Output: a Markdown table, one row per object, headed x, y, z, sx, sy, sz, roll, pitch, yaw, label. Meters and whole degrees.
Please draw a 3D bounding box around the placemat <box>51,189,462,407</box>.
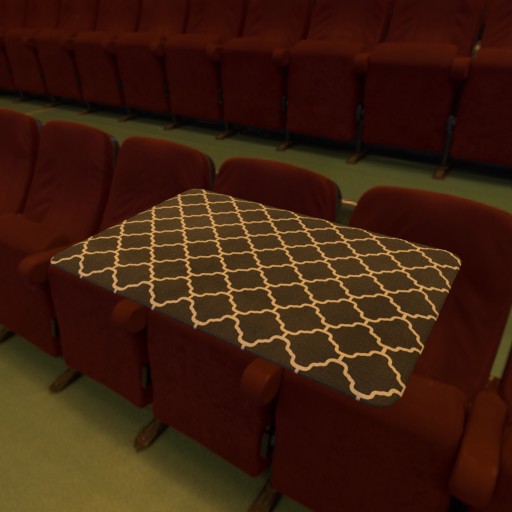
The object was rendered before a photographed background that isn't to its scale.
| x | y | z | sx | sy | sz | roll | pitch | yaw | label |
| --- | --- | --- | --- | --- | --- | --- | --- | --- | --- |
| 0.000 | 0.000 | 0.958 | 0.762 | 0.021 | 0.508 | 18 | 34 | 28 | placemat |
